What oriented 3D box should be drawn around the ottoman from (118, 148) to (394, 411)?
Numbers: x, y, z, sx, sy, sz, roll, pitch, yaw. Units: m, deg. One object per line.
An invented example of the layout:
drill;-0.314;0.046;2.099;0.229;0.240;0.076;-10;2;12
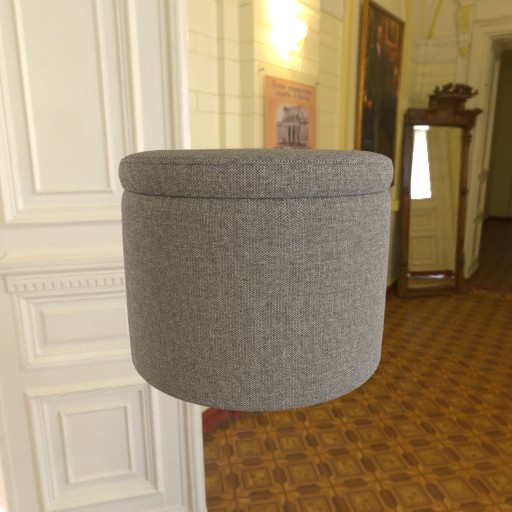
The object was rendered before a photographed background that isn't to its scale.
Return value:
ottoman;0.000;0.000;0.910;0.520;0.430;0.520;0;13;0
